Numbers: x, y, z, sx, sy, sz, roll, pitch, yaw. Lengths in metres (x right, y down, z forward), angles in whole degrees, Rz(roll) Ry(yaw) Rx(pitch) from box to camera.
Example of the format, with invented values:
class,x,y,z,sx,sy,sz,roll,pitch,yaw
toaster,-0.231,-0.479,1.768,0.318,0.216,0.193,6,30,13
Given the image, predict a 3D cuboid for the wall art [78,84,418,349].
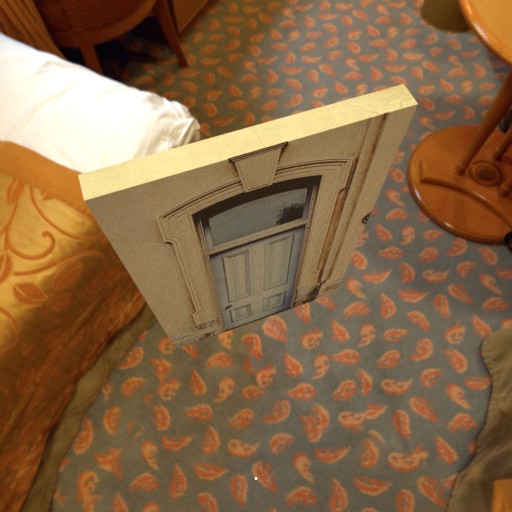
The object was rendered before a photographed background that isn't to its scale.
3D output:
class,x,y,z,sx,sy,sz,roll,pitch,yaw
wall art,0.000,0.000,0.782,0.403,0.607,0.036,-18,65,-9
